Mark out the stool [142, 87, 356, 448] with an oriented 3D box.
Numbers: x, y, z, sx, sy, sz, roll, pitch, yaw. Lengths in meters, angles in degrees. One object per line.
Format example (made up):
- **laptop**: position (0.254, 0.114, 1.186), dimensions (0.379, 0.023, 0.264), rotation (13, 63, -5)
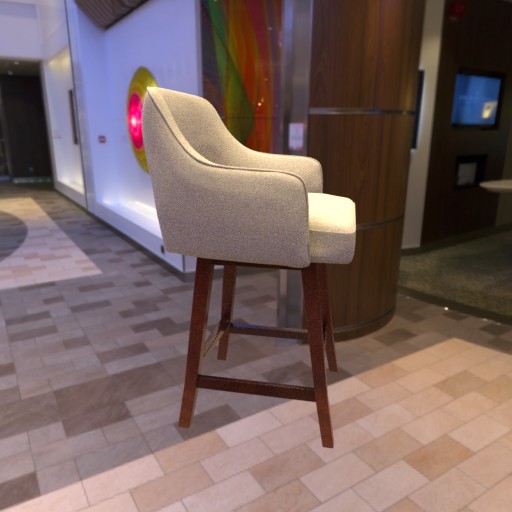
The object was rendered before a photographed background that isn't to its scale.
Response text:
- **stool**: position (0.000, 0.000, 1.311), dimensions (0.560, 0.936, 0.550), rotation (3, 16, 11)
